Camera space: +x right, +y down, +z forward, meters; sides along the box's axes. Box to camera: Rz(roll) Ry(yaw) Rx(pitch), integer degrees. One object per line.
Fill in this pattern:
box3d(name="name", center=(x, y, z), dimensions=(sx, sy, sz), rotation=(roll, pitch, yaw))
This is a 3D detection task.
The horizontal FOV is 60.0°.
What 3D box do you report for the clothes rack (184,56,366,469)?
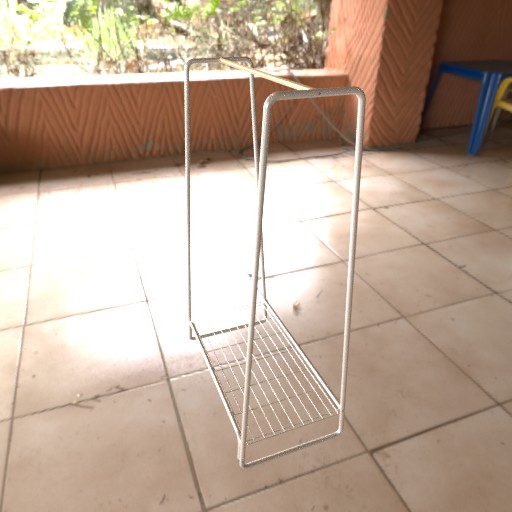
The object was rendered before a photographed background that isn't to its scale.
box3d(name="clothes rack", center=(0.000, 0.000, 1.921), dimensions=(0.495, 1.500, 0.900), rotation=(-11, 31, -19))
